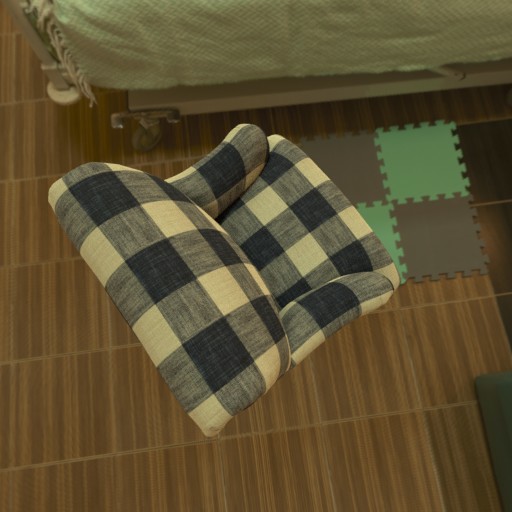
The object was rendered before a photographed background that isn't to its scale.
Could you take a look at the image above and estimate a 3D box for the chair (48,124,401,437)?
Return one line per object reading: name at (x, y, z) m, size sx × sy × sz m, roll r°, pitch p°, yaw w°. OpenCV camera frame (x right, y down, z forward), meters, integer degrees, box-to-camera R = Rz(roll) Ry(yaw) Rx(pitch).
chair at (0.000, 0.000, 1.542) m, size 0.848 × 0.953 × 0.781 m, roll -36°, pitch 78°, yaw -9°
